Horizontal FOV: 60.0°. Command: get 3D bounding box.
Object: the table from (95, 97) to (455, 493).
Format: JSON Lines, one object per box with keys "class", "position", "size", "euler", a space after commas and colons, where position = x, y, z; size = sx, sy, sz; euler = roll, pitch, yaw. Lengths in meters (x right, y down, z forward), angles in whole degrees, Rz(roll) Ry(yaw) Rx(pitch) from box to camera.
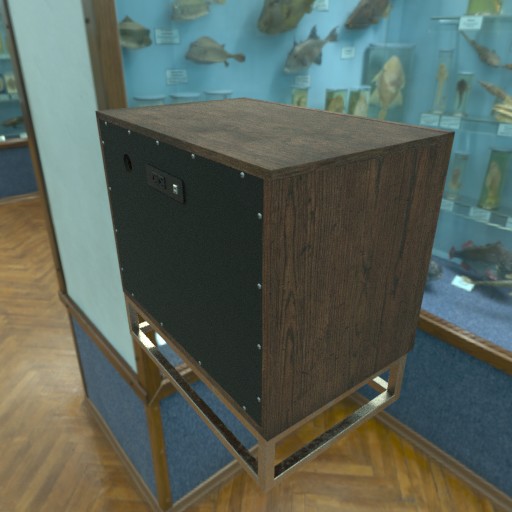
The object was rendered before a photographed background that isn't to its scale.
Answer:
{"class": "table", "position": [0.000, 0.000, 1.249], "size": [0.542, 0.746, 0.767], "euler": [-19, 32, -33]}
